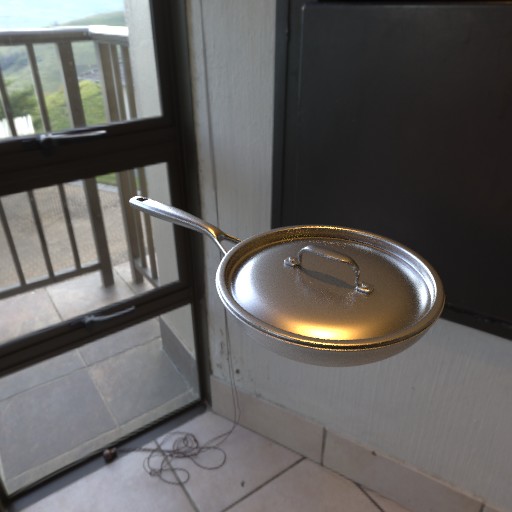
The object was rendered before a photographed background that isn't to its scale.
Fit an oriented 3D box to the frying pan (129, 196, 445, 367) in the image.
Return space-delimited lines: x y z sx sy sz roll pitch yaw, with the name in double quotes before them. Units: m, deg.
"frying pan" 0.000 0.000 0.606 0.490 0.086 0.272 20 35 31
